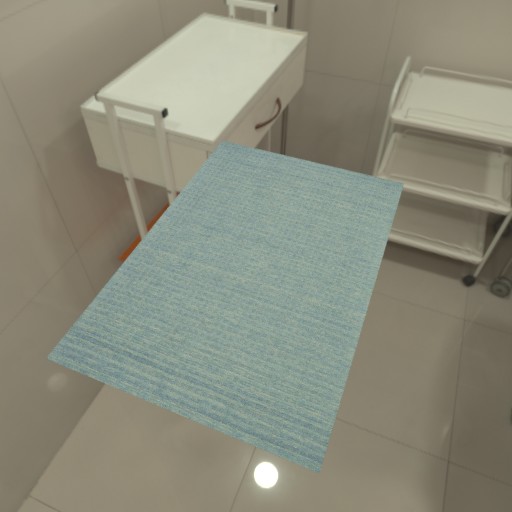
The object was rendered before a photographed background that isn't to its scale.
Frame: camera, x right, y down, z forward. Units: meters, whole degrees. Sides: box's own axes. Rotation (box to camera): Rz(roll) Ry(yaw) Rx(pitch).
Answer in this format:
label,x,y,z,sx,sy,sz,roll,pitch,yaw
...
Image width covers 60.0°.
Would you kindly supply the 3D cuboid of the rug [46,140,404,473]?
label,x,y,z,sx,sy,sz,roll,pitch,yaw
rug,0.000,0.000,3.741,1.982,0.006,2.895,17,50,15
